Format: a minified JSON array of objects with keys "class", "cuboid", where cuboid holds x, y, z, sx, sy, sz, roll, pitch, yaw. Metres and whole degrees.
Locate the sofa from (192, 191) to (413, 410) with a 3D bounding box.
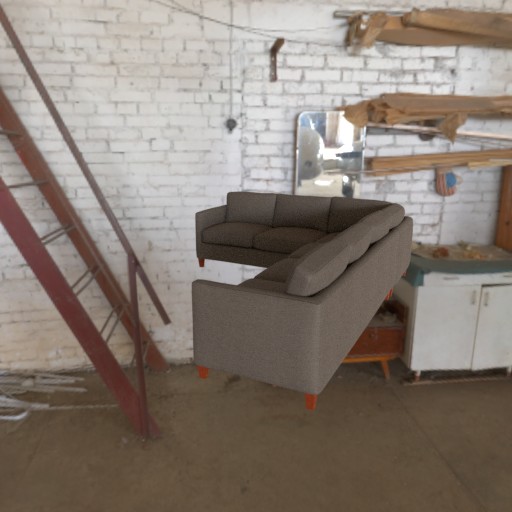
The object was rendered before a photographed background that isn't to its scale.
[{"class":"sofa","cuboid":[0.000,0.000,4.539,2.593,0.947,3.302,8,16,27]}]
